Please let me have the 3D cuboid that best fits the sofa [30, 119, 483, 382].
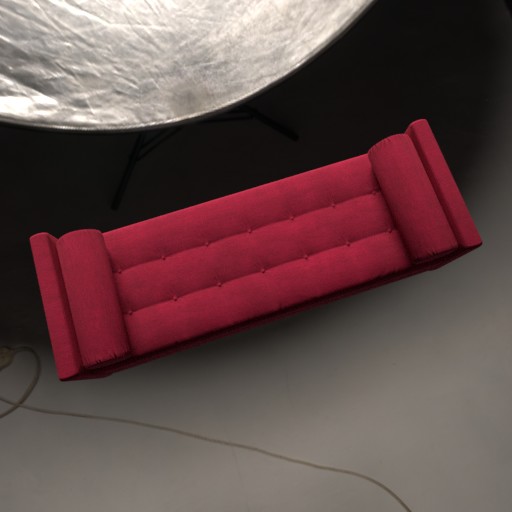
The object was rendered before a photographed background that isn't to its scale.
[{"bbox_3d":[0.000,0.000,2.320,1.981,0.635,0.686,-17,77,-4],"label":"sofa"}]
